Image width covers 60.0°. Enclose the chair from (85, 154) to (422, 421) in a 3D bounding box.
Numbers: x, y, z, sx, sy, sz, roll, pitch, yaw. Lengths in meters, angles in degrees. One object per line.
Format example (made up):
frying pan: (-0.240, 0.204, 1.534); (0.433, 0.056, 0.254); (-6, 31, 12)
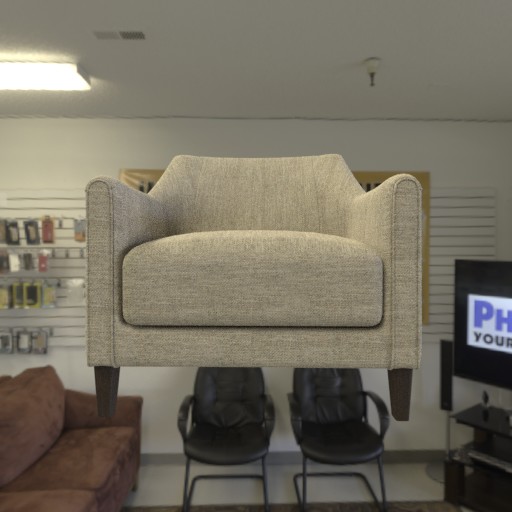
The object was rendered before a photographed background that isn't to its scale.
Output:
chair: (0.000, 0.000, 1.385); (0.796, 0.761, 0.758); (0, 1, 2)
